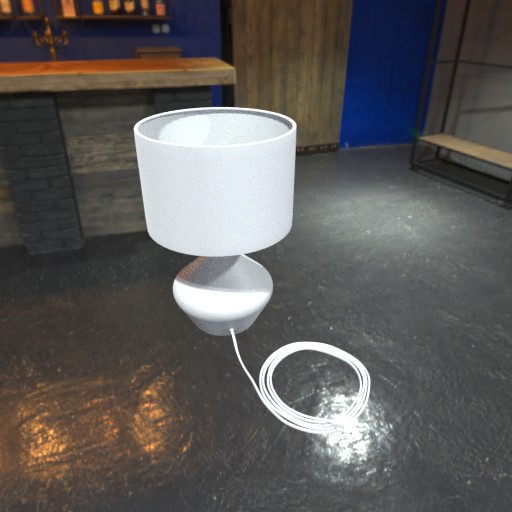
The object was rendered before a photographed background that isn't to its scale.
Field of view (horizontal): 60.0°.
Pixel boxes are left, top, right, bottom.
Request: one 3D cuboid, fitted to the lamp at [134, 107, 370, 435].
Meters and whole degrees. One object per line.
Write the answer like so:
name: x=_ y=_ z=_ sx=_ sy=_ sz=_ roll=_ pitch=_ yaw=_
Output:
lamp: x=0.000 y=0.000 z=0.864 sx=0.401 sy=0.457 sz=0.546 roll=-7 pitch=31 yaw=-12
